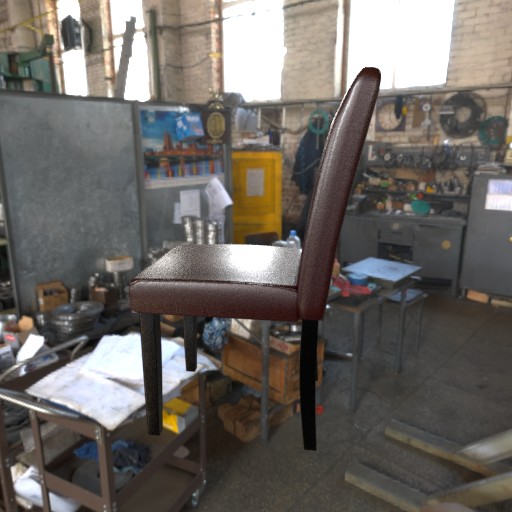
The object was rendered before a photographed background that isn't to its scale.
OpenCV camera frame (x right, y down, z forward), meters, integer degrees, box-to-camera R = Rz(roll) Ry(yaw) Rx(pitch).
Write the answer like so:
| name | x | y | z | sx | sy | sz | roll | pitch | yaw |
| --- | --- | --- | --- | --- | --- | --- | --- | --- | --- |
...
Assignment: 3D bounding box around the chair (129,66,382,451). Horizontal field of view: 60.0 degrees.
| name | x | y | z | sx | sy | sz | roll | pitch | yaw |
| --- | --- | --- | --- | --- | --- | --- | --- | --- | --- |
| chair | 0.000 | 0.000 | 1.189 | 0.556 | 0.897 | 0.399 | 2 | 15 | 8 |
